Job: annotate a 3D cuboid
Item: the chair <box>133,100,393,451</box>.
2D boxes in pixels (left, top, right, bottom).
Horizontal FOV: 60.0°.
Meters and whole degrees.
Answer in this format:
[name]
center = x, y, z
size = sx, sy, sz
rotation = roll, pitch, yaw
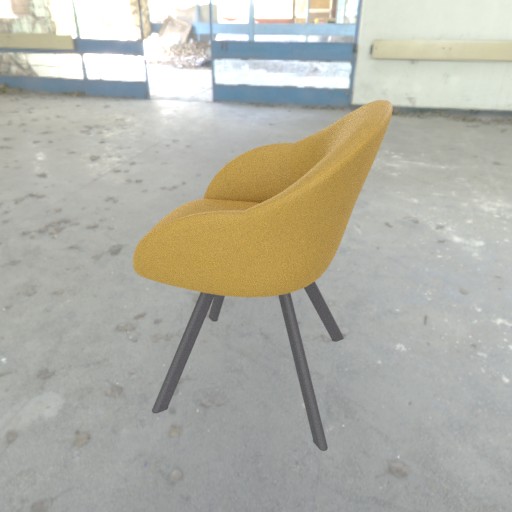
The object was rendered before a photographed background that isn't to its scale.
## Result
[chair]
center = 0.000, 0.000, 1.164
size = 0.583, 0.793, 0.551
rotation = 7, 29, 13
